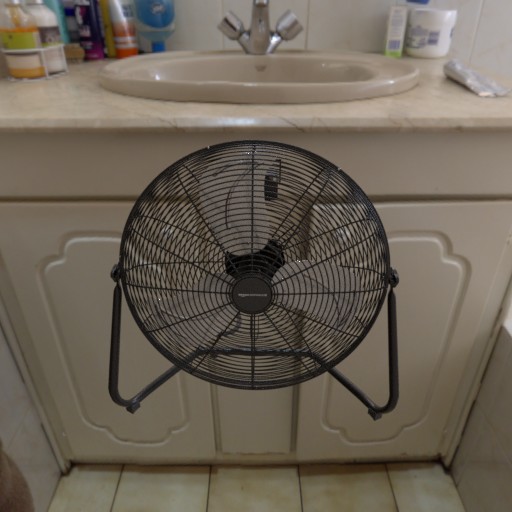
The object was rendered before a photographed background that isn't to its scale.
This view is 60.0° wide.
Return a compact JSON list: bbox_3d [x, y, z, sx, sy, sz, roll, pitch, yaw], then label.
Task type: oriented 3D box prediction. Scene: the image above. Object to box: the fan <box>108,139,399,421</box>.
[{"bbox_3d":[0.000,0.000,0.927,0.555,0.546,0.424,1,31,2],"label":"fan"}]
